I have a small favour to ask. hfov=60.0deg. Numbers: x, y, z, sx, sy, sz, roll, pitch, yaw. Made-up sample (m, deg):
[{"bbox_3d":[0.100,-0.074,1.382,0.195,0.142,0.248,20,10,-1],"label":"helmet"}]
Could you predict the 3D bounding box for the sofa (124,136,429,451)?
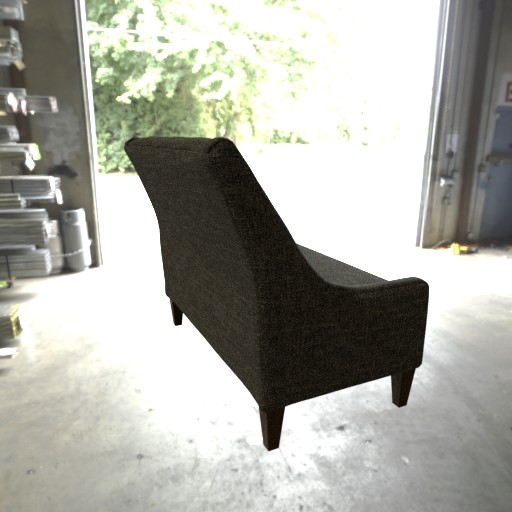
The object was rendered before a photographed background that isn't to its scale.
[{"bbox_3d":[0.000,0.000,1.958,0.870,1.021,1.242,-7,17,-25],"label":"sofa"}]
